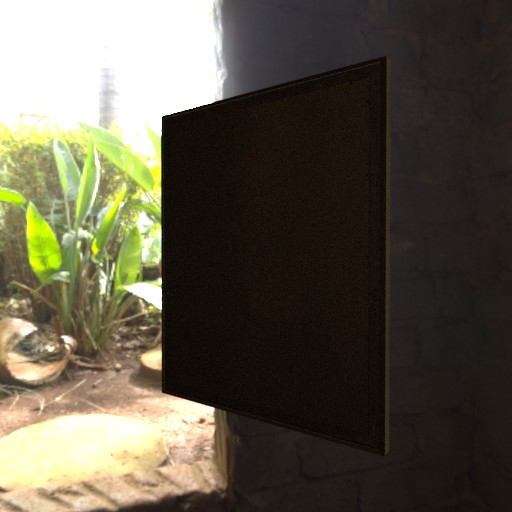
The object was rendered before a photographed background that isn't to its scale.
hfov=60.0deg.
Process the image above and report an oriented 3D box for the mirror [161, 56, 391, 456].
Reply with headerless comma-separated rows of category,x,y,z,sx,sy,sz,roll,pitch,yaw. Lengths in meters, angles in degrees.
mirror,0.000,0.000,1.206,0.730,0.882,0.032,1,1,37
